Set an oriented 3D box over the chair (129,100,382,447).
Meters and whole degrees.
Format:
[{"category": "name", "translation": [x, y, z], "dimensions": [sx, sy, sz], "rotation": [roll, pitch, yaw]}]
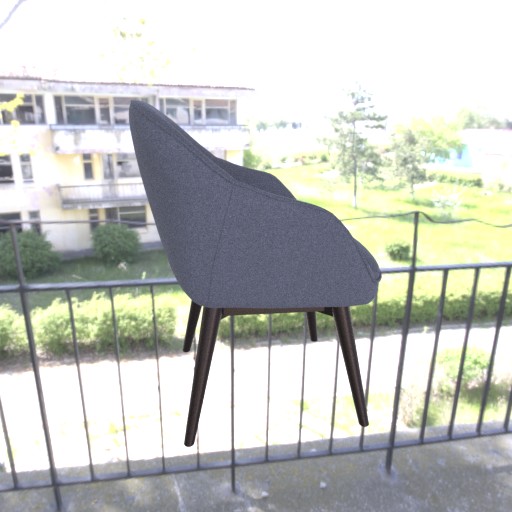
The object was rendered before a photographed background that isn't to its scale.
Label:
[{"category": "chair", "translation": [0.000, 0.000, 1.224], "dimensions": [0.611, 0.810, 0.589], "rotation": [-3, 18, -9]}]
